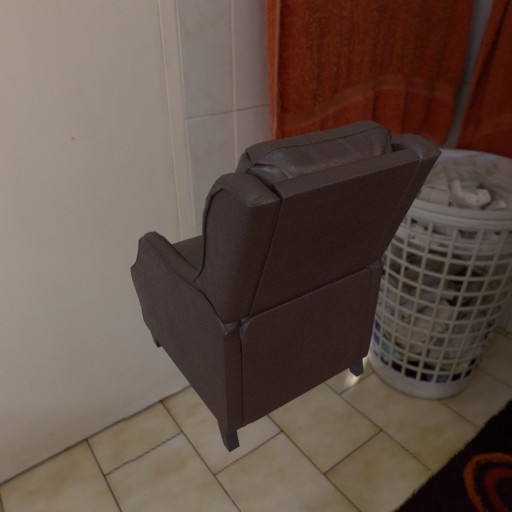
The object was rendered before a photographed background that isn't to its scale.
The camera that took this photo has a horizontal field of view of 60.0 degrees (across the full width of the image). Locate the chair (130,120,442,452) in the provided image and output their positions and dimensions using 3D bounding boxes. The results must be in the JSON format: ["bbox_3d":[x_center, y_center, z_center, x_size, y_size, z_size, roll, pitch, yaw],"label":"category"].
[{"bbox_3d":[0.000,0.000,1.782,0.770,1.132,0.982,-19,35,-30],"label":"chair"}]
